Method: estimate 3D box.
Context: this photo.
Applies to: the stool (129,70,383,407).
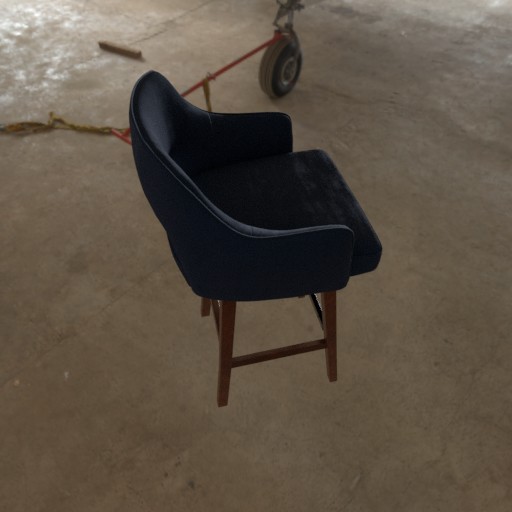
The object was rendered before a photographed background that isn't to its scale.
[{"bbox_3d":[0.000,0.000,1.343,0.560,1.041,0.550,-10,48,-9],"label":"stool"}]
